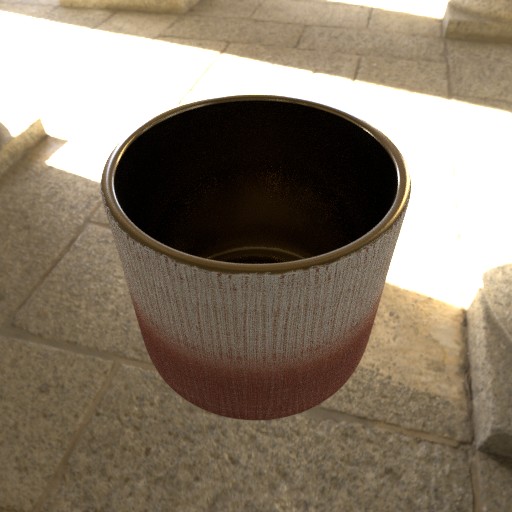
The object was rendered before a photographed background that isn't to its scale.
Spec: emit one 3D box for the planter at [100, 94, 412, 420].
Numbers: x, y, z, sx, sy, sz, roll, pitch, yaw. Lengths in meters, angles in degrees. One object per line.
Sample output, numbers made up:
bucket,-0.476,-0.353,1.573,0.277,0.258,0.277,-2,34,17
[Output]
planter,0.000,0.000,0.442,0.254,0.221,0.254,0,46,0
